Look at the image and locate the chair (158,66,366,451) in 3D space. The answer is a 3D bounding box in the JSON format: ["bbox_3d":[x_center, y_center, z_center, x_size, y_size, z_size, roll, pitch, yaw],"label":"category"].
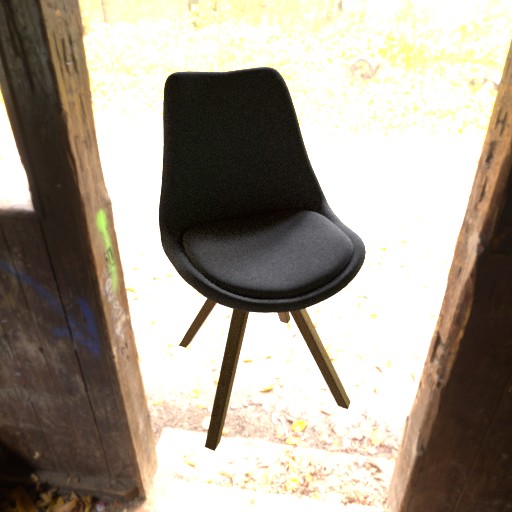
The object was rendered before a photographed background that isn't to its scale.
[{"bbox_3d":[0.000,0.000,1.188,0.483,0.865,0.550,-11,33,-17],"label":"chair"}]
